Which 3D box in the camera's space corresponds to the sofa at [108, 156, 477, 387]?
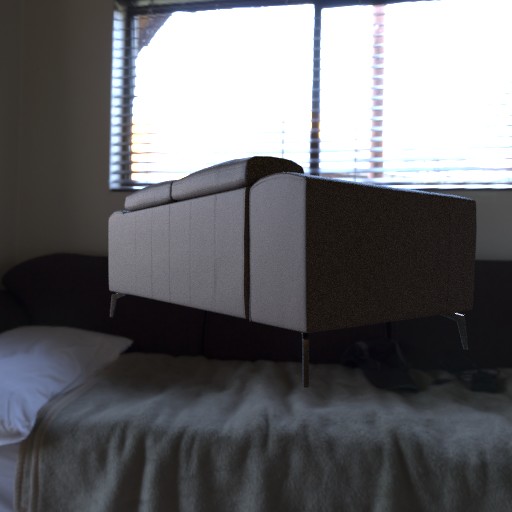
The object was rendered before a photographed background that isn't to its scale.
[{"bbox_3d":[0.000,0.000,2.354,1.003,0.779,1.895,0,0,-36],"label":"sofa"}]
